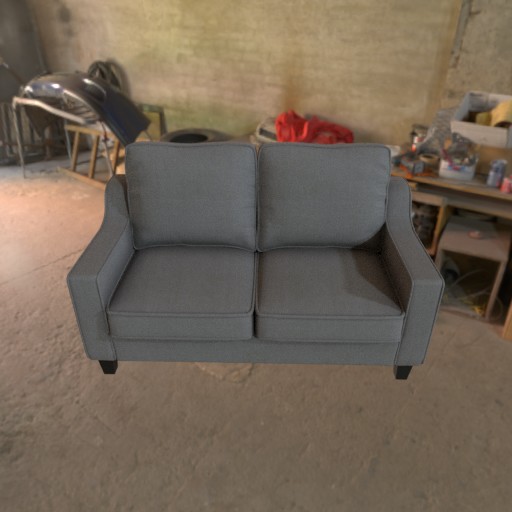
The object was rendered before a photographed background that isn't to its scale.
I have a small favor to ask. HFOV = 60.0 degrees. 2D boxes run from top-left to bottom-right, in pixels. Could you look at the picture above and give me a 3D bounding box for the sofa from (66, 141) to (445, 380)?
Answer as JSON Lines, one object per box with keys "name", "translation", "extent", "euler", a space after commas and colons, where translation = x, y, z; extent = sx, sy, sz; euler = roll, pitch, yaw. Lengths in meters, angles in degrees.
{"name": "sofa", "translation": [0.000, 0.000, 2.097], "extent": [1.500, 0.948, 0.791], "euler": [1, 31, 1]}
